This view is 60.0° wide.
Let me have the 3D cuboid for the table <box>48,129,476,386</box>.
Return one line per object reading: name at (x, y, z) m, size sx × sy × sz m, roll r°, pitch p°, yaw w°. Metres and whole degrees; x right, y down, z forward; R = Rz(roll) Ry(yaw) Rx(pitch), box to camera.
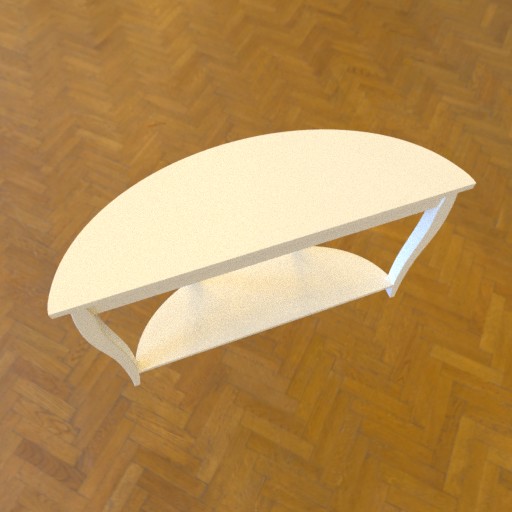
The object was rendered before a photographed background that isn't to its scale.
table at (0.000, 0.000, 1.616) m, size 1.219 × 0.780 × 0.394 m, roll -17°, pitch 62°, yaw -10°
